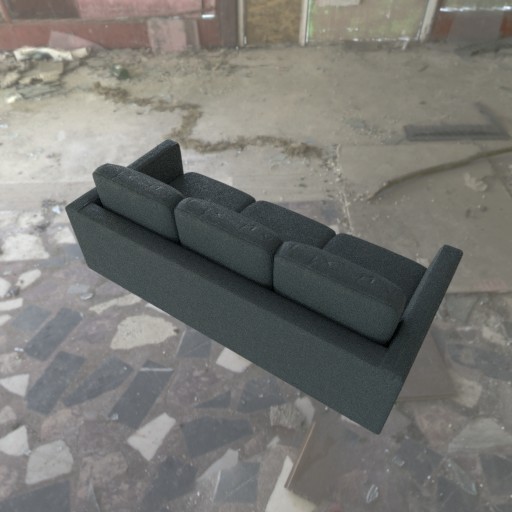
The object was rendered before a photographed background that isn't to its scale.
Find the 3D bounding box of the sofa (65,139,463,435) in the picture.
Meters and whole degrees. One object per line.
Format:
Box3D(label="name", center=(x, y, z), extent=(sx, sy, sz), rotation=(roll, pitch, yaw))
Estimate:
Box3D(label="sofa", center=(0.000, 0.000, 2.583), extent=(2.013, 0.945, 0.935), rotation=(25, 51, 23))
